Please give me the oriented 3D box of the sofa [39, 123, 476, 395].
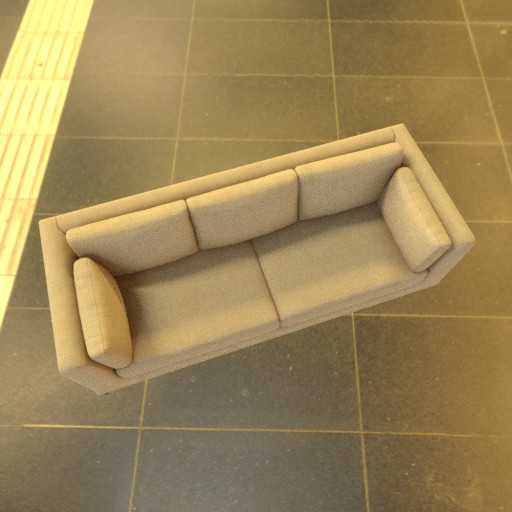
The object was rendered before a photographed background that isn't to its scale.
[{"bbox_3d":[0.000,0.000,2.882,2.415,0.867,0.969,-17,65,-8],"label":"sofa"}]
